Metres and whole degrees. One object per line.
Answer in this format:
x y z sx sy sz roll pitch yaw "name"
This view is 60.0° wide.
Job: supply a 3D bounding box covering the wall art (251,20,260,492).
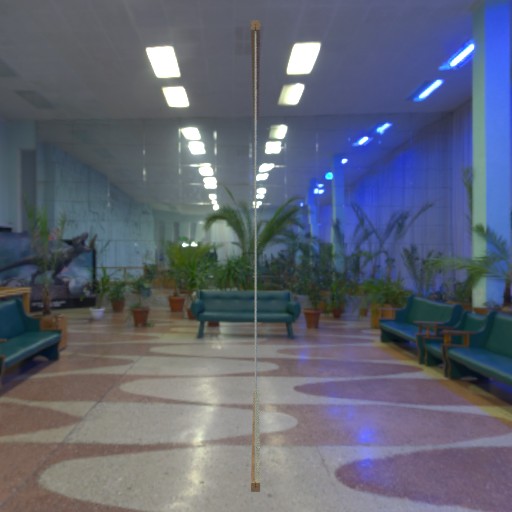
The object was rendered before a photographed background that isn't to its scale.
0.000 0.000 1.923 0.030 1.519 0.990 0 0 0 "wall art"
